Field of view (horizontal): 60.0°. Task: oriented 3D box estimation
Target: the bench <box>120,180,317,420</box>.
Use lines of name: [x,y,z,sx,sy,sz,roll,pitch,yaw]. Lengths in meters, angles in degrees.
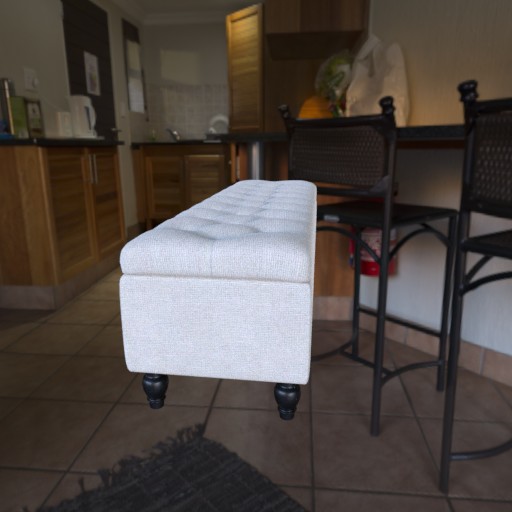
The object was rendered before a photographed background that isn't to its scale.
bench: [0.000,0.000,1.733,0.455,0.467,1.480,2,15,8]
